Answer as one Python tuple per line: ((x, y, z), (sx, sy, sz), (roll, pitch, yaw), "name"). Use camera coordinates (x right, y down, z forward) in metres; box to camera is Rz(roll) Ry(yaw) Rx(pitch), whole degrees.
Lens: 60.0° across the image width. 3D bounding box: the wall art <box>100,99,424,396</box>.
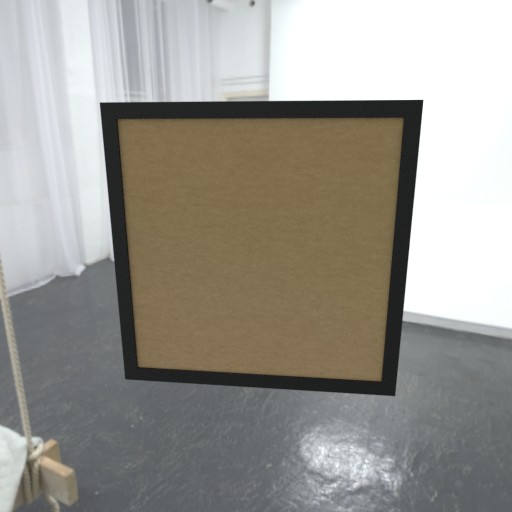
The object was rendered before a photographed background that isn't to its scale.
((0.000, 0.000, 0.541), (0.358, 0.357, 0.012), (2, 16, 6), "wall art")
